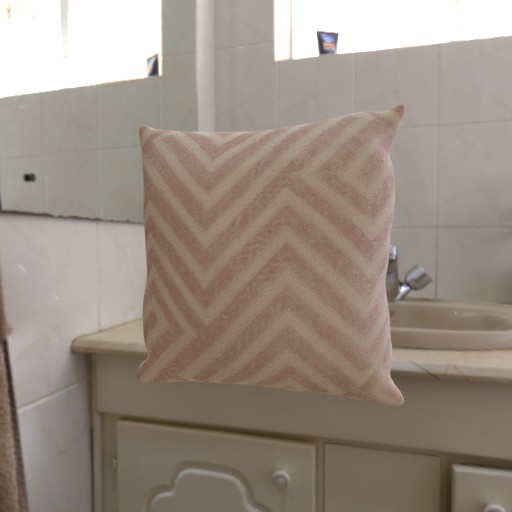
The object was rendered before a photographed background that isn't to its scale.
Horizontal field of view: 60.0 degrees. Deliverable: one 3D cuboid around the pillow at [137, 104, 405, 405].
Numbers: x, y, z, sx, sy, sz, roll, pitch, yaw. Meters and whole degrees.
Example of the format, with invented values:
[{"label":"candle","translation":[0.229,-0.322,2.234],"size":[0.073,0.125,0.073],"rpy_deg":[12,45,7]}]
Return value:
[{"label":"pillow","translation":[0.000,0.000,0.691],"size":[0.440,0.441,0.182],"rpy_deg":[0,1,18]}]
